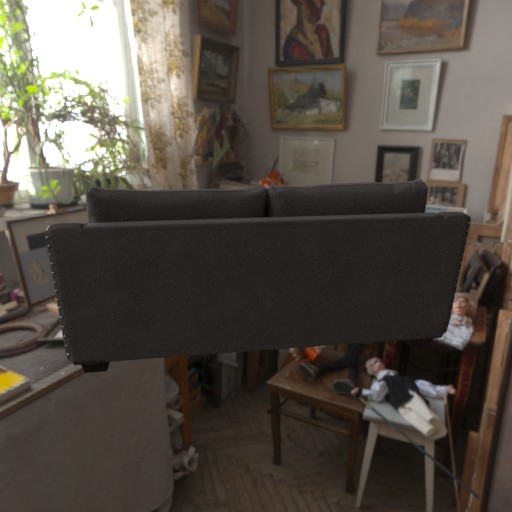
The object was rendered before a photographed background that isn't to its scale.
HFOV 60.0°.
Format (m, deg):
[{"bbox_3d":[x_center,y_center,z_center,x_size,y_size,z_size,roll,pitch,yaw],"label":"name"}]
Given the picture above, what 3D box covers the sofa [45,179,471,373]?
[{"bbox_3d":[0.000,0.000,3.345,2.550,1.196,1.336,-2,16,-8],"label":"sofa"}]
